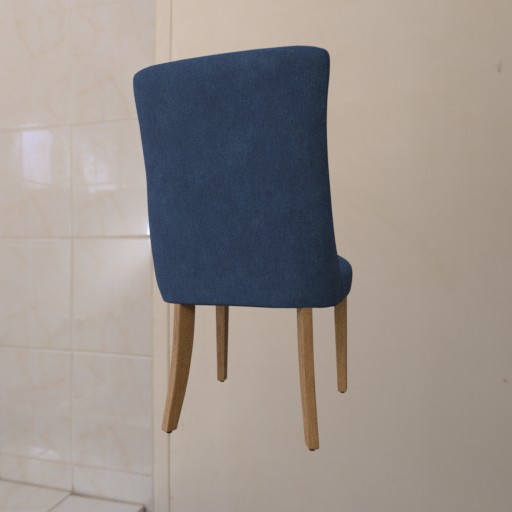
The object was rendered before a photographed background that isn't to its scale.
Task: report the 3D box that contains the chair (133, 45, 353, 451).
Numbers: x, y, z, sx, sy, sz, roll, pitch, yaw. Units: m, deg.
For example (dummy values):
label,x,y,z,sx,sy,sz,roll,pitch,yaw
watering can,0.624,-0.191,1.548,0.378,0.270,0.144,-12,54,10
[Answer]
label,x,y,z,sx,sy,sz,roll,pitch,yaw
chair,0.000,0.000,1.249,0.495,0.902,0.609,0,0,17
